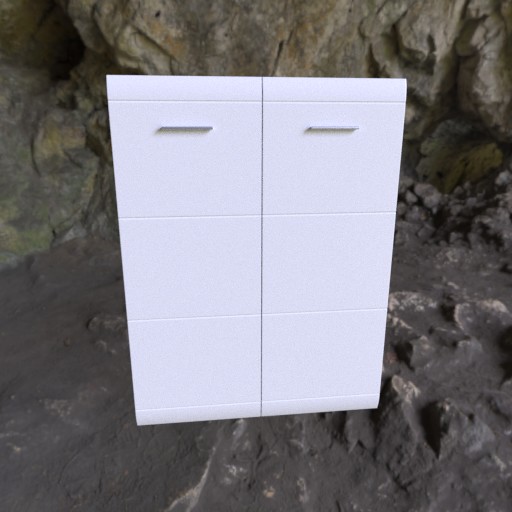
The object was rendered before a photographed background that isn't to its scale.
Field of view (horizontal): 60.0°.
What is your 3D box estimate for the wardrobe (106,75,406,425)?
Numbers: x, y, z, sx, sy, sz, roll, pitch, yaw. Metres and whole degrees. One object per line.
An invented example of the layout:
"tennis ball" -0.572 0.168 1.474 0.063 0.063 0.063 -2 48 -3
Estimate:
"wardrobe" 0.000 0.000 1.633 0.900 1.200 0.360 -2 16 -6
